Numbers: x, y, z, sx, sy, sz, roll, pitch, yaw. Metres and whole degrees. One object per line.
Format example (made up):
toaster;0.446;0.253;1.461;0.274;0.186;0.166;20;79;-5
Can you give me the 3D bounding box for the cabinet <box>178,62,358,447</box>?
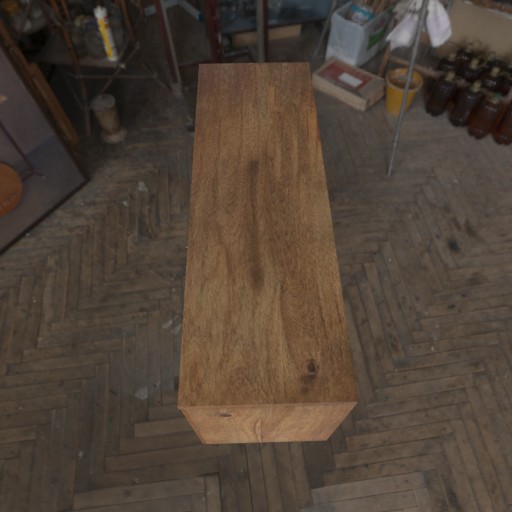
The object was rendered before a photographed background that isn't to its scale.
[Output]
cabinet;0.000;0.000;1.819;0.480;0.812;1.373;-1;59;-1
